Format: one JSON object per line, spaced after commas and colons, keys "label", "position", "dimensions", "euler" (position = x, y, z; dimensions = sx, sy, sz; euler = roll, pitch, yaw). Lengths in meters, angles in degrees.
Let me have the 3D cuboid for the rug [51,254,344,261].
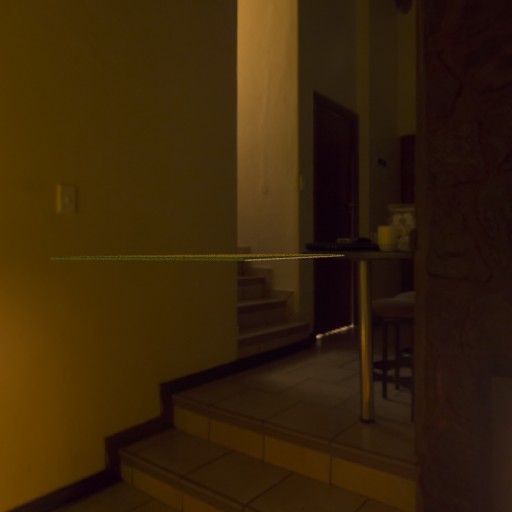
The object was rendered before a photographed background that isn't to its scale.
{"label": "rug", "position": [0.000, 0.000, 2.358], "dimensions": [0.662, 0.011, 2.196], "euler": [0, 0, 18]}
